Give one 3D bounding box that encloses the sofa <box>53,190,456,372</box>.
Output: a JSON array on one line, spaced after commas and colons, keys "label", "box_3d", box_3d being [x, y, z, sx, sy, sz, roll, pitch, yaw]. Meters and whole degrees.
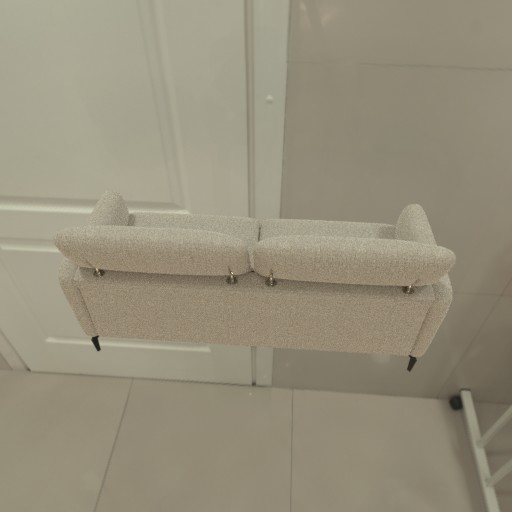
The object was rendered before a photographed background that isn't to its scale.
[{"label": "sofa", "box_3d": [0.000, 0.000, 2.540, 2.015, 0.956, 0.856, 3, 46, 3]}]
